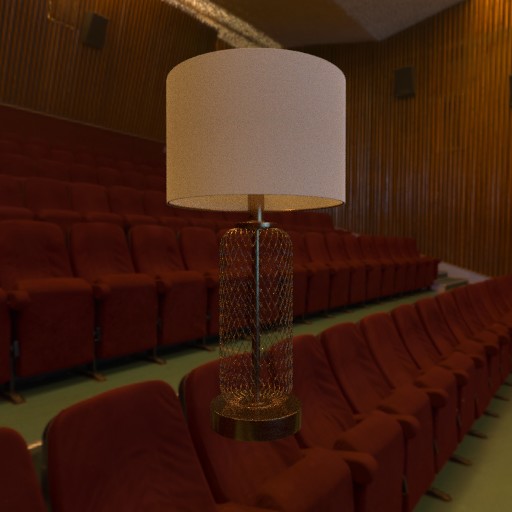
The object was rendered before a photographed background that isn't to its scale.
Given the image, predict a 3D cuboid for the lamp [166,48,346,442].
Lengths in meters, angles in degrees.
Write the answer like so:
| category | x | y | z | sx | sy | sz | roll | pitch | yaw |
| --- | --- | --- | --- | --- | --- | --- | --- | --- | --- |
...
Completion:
| category | x | y | z | sx | sy | sz | roll | pitch | yaw |
| --- | --- | --- | --- | --- | --- | --- | --- | --- | --- |
| lamp | 0.000 | 0.000 | 0.639 | 0.252 | 0.483 | 0.252 | 1 | 1 | 38 |
